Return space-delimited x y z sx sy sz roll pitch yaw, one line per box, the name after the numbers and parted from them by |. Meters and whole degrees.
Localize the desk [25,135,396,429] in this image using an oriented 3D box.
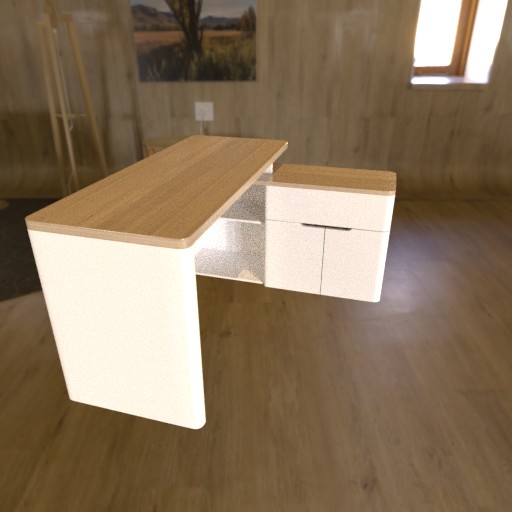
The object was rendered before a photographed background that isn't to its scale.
0.000 0.000 2.050 1.175 0.770 1.400 7 27 14 | desk
